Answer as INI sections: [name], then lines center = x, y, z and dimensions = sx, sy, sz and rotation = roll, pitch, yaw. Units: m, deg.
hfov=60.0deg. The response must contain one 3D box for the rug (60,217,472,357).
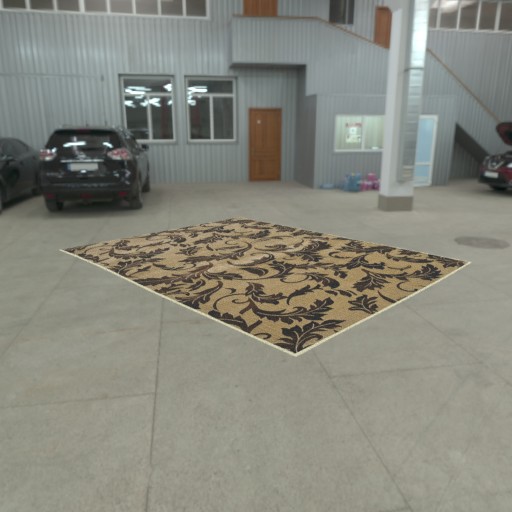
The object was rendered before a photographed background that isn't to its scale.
[rug]
center = 0.000, 0.000, 4.052
dimensions = 2.977, 0.008, 2.380
rotation = 15, 22, 43
